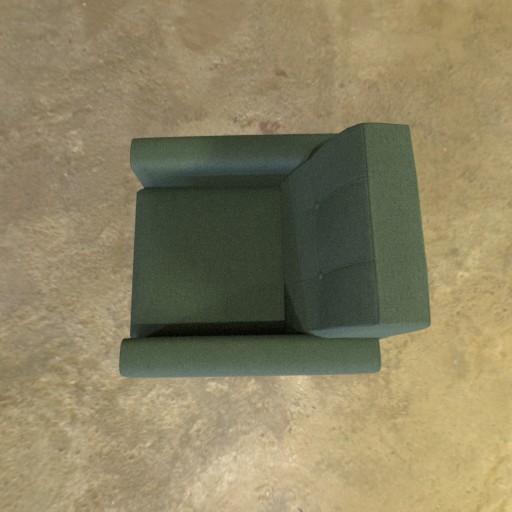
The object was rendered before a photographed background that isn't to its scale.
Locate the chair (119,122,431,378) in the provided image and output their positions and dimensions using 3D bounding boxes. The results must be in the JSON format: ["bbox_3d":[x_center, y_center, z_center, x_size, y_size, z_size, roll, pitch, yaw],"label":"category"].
[{"bbox_3d":[0.000,0.000,1.587,0.909,0.841,0.831,-1,77,0],"label":"chair"}]
